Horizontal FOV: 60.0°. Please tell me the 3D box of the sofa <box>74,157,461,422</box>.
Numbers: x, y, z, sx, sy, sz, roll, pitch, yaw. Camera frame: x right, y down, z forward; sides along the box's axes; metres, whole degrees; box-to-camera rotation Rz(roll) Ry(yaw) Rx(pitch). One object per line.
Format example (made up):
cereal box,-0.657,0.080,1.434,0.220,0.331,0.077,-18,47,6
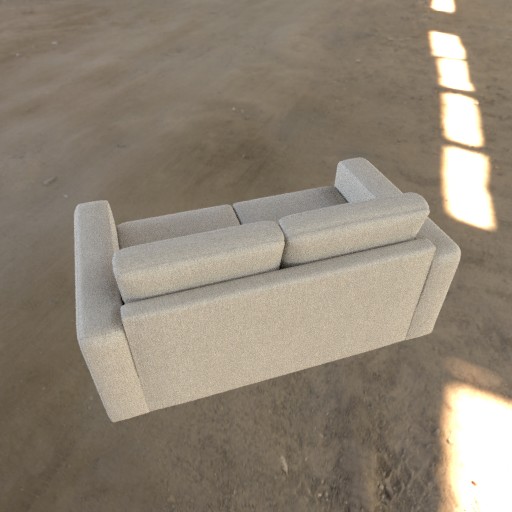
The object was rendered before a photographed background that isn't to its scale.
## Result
sofa,0.000,0.000,2.070,1.540,0.800,0.900,-12,42,-14
